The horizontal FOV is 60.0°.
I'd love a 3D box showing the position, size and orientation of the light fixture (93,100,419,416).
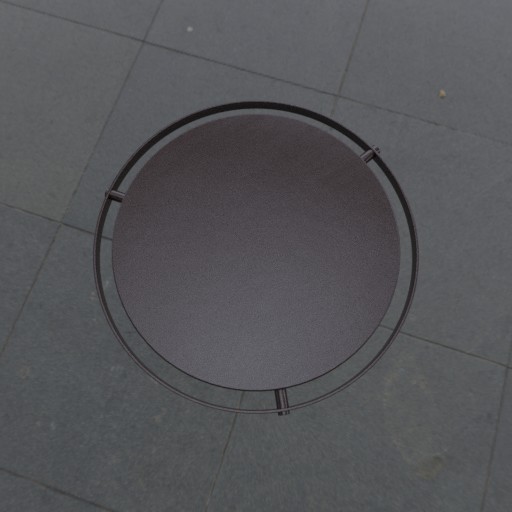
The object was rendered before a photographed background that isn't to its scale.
[{"bbox_3d":[0.000,0.000,0.550,0.361,0.130,0.361,0,75,0],"label":"light fixture"}]
